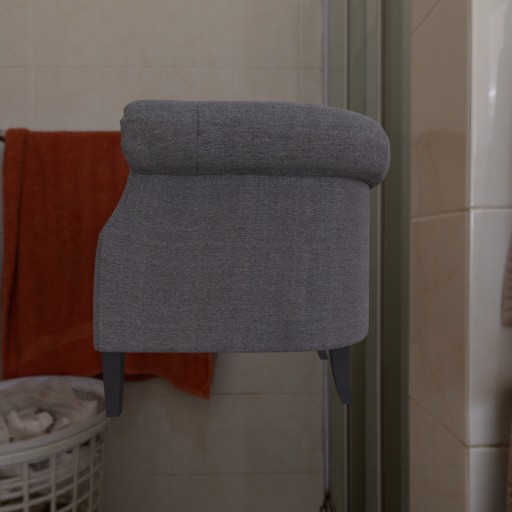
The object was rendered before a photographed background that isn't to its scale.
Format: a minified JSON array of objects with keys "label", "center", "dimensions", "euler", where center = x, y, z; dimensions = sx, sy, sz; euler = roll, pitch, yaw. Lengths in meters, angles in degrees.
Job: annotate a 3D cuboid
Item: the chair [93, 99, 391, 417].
[{"label":"chair","center":[0.000,0.000,1.506],"dimensions":[0.852,0.827,0.905],"euler":[0,2,1]}]
